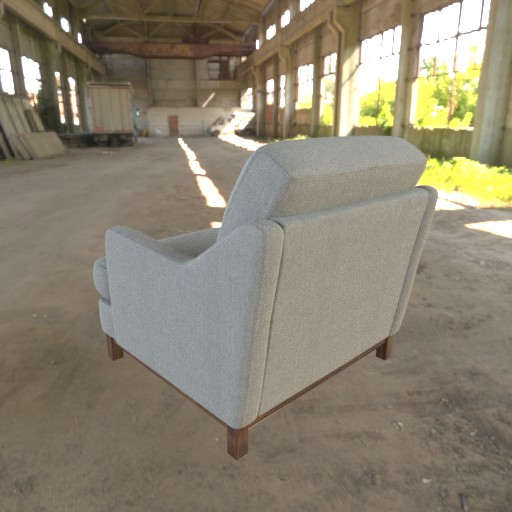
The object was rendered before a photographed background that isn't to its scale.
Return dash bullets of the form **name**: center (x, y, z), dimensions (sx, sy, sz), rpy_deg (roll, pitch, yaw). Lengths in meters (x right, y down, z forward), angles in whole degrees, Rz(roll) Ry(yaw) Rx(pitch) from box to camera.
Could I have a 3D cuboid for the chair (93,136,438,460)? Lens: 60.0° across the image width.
- **chair**: center (0.000, 0.000, 1.538), dimensions (0.826, 0.821, 0.892), rpy_deg (-16, 23, -41)
